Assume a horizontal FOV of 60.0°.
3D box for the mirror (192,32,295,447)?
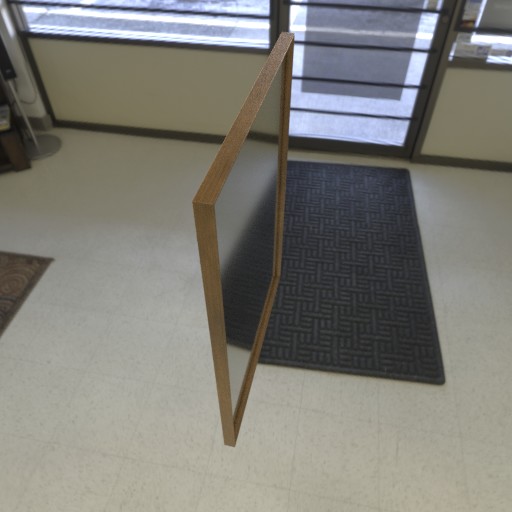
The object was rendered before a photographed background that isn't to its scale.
[{"bbox_3d":[0.000,0.000,1.336,0.041,1.016,0.762,10,47,9],"label":"mirror"}]
